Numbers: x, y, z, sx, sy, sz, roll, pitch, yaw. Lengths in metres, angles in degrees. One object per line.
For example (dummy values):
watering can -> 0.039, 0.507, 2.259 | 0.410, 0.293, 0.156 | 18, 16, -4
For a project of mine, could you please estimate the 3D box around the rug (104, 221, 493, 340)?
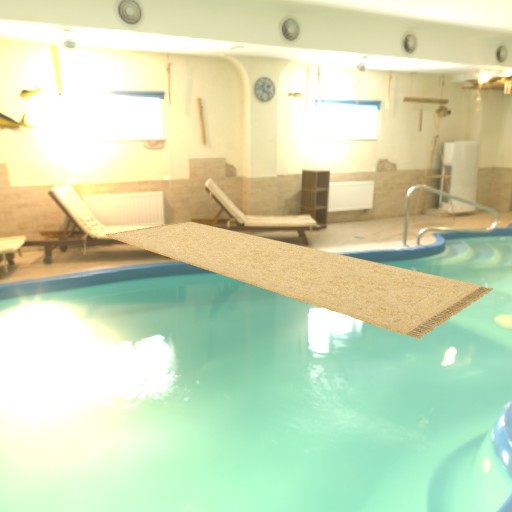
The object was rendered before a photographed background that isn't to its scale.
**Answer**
rug -> 0.000, 0.000, 2.803 | 0.795, 0.015, 2.544 | -14, 21, -43
